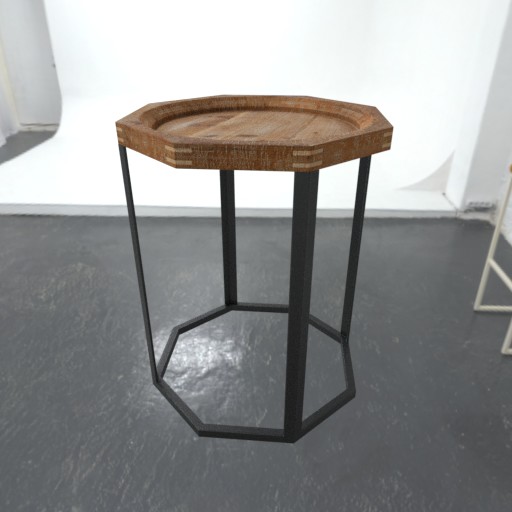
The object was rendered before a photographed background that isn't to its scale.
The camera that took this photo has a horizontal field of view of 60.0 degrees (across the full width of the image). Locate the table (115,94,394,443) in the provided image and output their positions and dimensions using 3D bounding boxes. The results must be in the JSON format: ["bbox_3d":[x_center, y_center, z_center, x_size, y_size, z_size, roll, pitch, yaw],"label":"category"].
[{"bbox_3d":[0.000,0.000,0.874,0.458,0.543,0.458,-8,29,-15],"label":"table"}]
